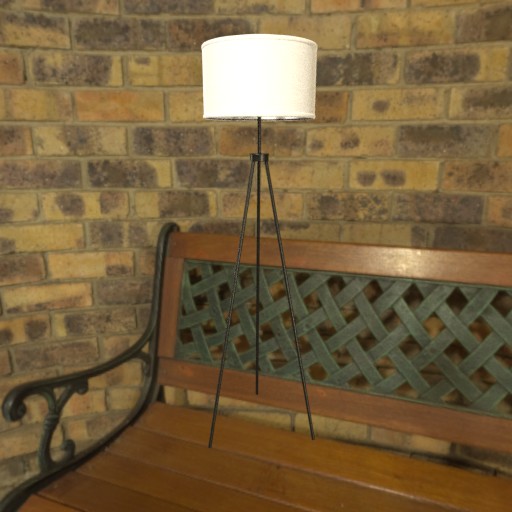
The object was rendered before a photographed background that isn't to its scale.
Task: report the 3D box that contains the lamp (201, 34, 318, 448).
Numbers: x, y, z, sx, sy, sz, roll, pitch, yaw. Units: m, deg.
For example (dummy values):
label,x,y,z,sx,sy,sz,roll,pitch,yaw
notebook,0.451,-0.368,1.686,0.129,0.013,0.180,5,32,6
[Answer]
label,x,y,z,sx,sy,sz,roll,pitch,yaw
lamp,0.000,0.000,1.791,0.448,1.545,0.458,-3,15,-10
